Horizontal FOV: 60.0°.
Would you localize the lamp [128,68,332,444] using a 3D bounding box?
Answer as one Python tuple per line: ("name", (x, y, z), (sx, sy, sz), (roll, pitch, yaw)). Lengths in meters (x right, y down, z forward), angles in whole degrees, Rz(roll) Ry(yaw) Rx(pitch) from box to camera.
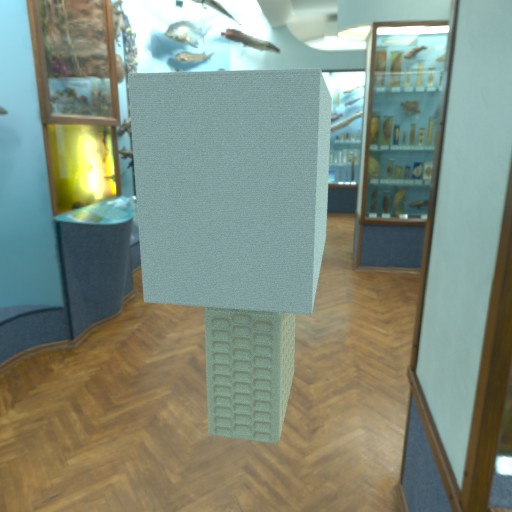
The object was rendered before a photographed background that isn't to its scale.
("lamp", (0.000, 0.000, 0.688), (0.200, 0.515, 0.380), (3, 16, 11))
